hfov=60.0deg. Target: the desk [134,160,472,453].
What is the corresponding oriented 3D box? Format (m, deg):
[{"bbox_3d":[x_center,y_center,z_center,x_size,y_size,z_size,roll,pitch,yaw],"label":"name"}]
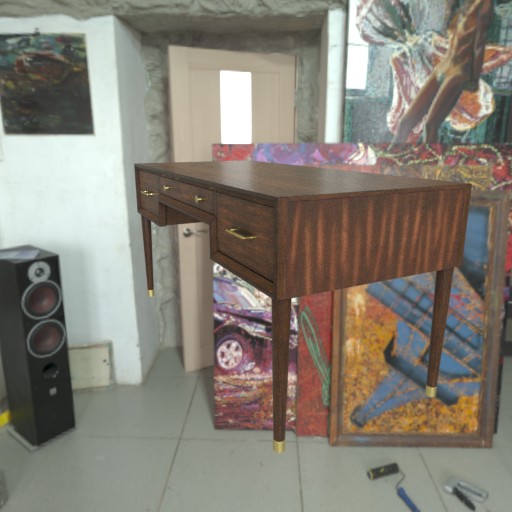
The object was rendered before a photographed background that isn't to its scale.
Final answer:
[{"bbox_3d":[0.000,0.000,2.014,0.724,0.762,1.575,-8,17,-26],"label":"desk"}]
